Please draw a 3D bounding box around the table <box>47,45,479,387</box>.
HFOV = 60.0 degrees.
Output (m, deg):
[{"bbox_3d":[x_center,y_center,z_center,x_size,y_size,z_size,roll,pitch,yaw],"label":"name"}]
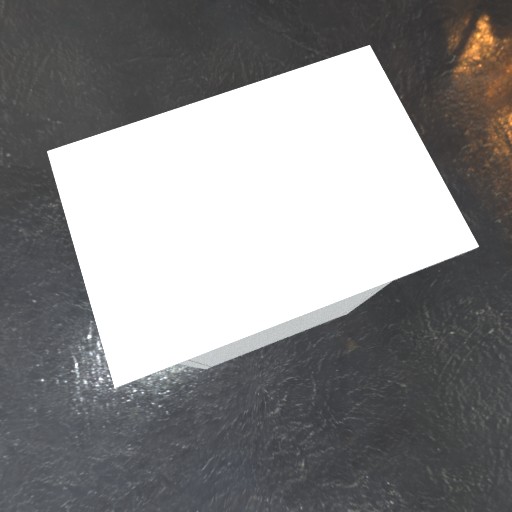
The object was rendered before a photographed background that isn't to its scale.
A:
[{"bbox_3d":[0.000,0.000,1.057,0.589,0.711,0.406,-20,75,-6],"label":"table"}]
